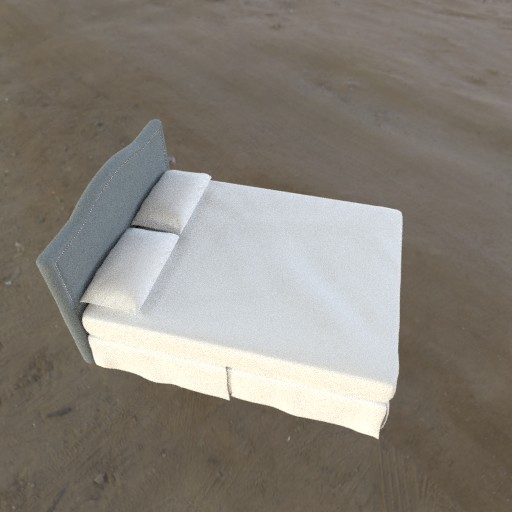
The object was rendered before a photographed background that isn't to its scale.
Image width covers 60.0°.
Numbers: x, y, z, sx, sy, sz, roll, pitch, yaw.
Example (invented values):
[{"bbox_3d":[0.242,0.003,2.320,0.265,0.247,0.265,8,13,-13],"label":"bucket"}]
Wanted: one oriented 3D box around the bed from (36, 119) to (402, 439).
[{"bbox_3d":[0.000,0.000,3.996,2.689,1.457,2.161,10,47,10],"label":"bed"}]
